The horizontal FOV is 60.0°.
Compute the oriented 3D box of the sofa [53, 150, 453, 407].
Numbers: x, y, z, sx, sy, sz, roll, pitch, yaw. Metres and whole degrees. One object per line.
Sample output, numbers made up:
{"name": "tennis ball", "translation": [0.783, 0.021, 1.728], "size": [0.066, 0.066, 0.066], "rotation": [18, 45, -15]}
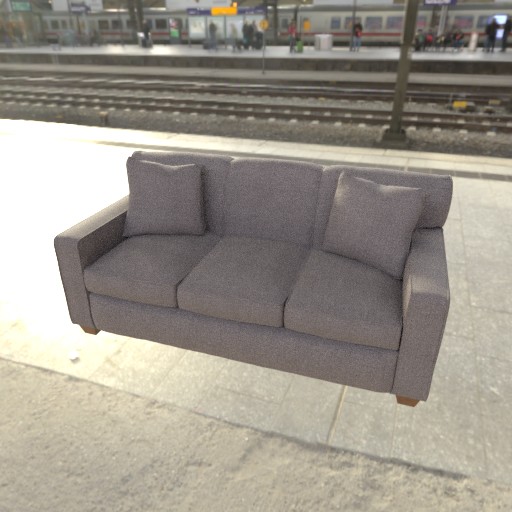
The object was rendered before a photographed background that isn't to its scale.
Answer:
{"name": "sofa", "translation": [0.000, 0.000, 2.558], "size": [2.024, 0.958, 0.997], "rotation": [9, 28, 16]}
